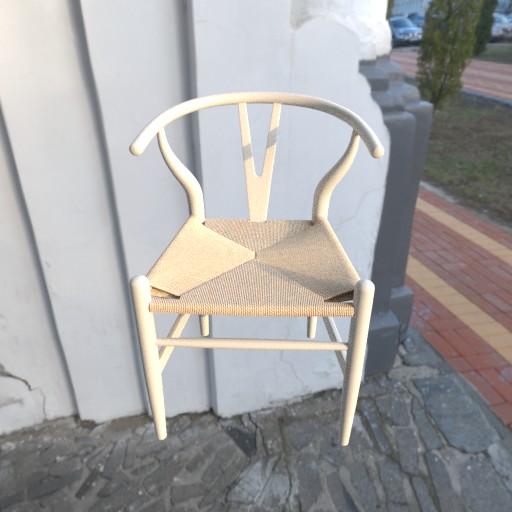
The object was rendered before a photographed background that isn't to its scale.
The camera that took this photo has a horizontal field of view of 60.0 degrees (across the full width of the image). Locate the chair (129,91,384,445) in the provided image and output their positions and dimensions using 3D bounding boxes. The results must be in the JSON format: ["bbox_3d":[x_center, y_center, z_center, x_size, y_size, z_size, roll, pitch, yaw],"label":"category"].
[{"bbox_3d":[0.000,0.000,1.152,0.569,0.730,0.579,1,29,2],"label":"chair"}]
